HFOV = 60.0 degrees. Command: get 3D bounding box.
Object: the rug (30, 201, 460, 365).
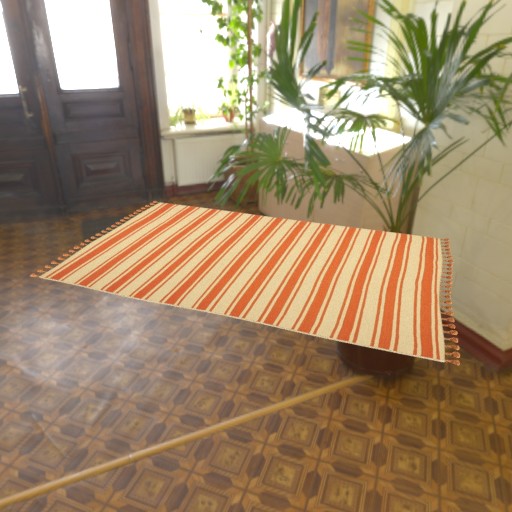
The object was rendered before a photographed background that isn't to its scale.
[{"bbox_3d":[0.000,0.000,2.502,2.092,0.017,1.232,9,28,18],"label":"rug"}]
